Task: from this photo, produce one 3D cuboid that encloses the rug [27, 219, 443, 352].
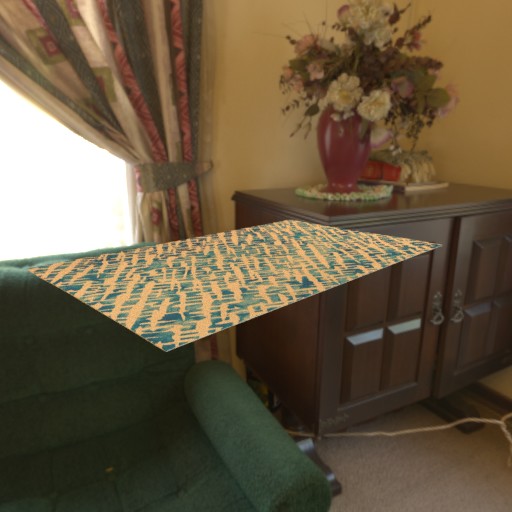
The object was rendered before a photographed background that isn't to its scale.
[{"bbox_3d":[0.000,0.000,3.024,2.447,0.011,1.520,-14,20,-43],"label":"rug"}]
